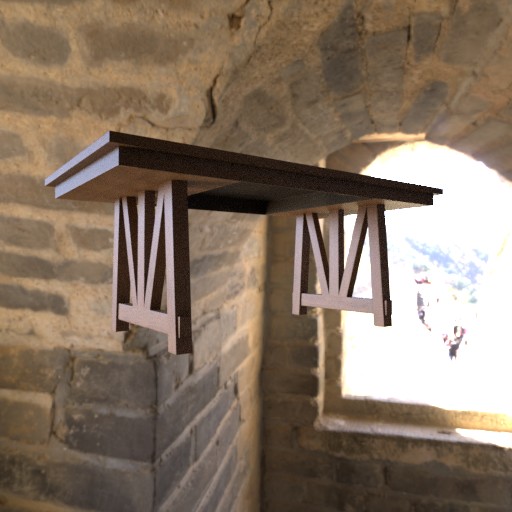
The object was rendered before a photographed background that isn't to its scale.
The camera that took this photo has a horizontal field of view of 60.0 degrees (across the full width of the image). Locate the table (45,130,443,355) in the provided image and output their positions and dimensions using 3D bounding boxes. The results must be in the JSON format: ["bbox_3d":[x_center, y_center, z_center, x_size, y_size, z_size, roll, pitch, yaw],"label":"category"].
[{"bbox_3d":[0.000,0.000,2.360,1.881,0.768,1.016,1,-1,-36],"label":"table"}]
